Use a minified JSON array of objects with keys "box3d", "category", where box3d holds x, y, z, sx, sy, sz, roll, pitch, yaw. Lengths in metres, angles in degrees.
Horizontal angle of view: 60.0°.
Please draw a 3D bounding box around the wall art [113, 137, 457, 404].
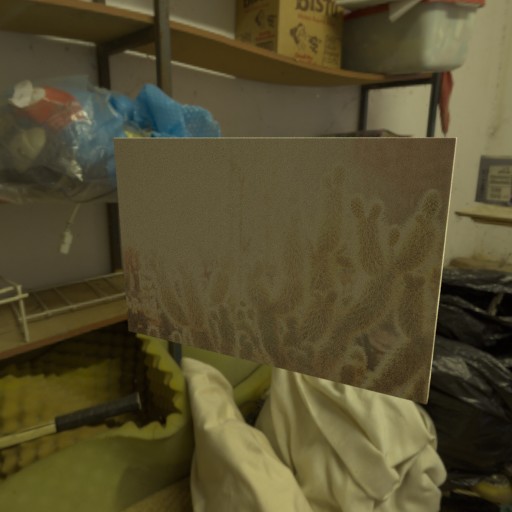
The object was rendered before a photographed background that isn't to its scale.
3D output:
[{"box3d":[0.000,0.000,1.471,1.142,0.758,0.041,7,16,26],"category":"wall art"}]
